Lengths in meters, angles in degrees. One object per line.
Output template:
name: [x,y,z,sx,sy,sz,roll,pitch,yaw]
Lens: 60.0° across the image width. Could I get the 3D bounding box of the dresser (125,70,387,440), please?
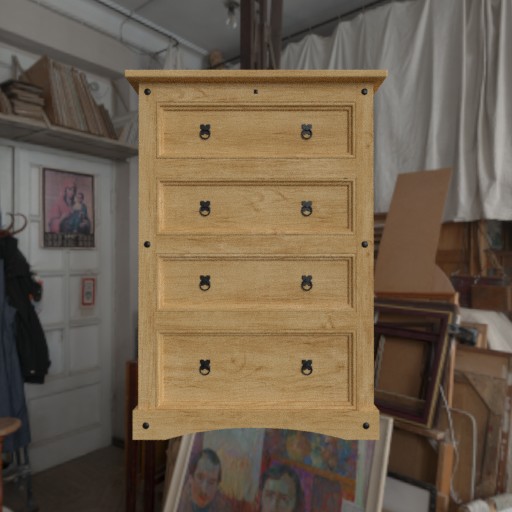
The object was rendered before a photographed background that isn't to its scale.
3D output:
dresser: [0.000,0.000,1.779,0.915,1.300,0.485,0,0,0]
